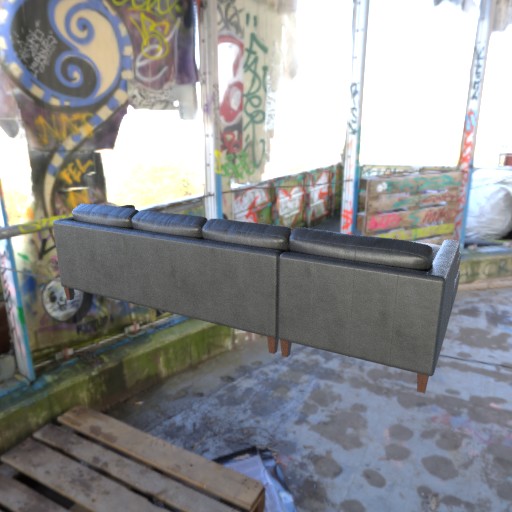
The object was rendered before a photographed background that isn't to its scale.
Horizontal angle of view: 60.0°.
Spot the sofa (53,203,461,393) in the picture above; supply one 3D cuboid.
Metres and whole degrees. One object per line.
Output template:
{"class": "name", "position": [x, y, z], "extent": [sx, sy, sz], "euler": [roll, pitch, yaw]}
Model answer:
{"class": "sofa", "position": [0.000, 0.000, 3.892], "extent": [3.203, 0.883, 1.581], "euler": [9, 19, 27]}
